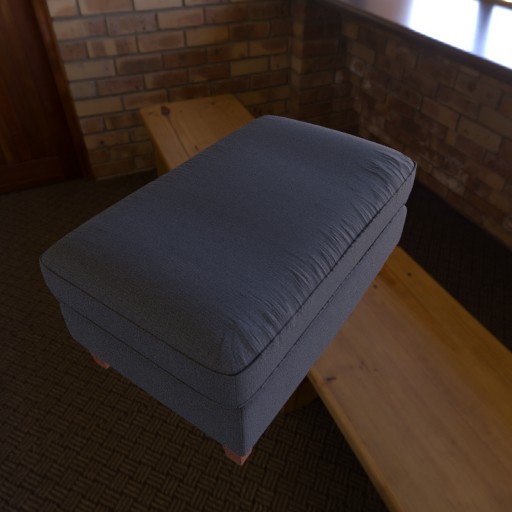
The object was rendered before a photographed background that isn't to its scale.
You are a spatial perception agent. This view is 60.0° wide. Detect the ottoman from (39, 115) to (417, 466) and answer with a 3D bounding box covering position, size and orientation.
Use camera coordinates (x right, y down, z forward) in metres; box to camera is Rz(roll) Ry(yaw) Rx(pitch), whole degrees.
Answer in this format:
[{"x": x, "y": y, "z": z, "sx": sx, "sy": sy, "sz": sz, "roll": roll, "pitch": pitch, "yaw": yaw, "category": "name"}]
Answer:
[{"x": 0.000, "y": 0.000, "z": 1.196, "sx": 0.570, "sy": 0.438, "sz": 0.885, "roll": 25, "pitch": 47, "yaw": 25, "category": "ottoman"}]
